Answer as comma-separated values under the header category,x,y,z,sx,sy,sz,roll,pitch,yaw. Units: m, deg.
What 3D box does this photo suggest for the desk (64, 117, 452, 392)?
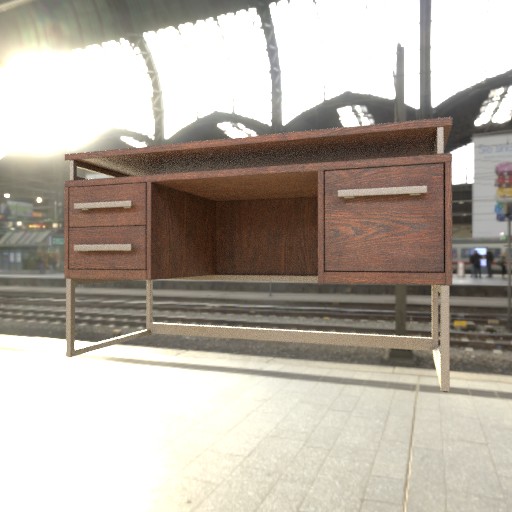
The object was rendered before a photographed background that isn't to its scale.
category,x,y,z,sx,sy,sz,roll,pitch,yaw
desk,0.000,0.000,1.758,1.384,0.792,0.610,0,0,19
